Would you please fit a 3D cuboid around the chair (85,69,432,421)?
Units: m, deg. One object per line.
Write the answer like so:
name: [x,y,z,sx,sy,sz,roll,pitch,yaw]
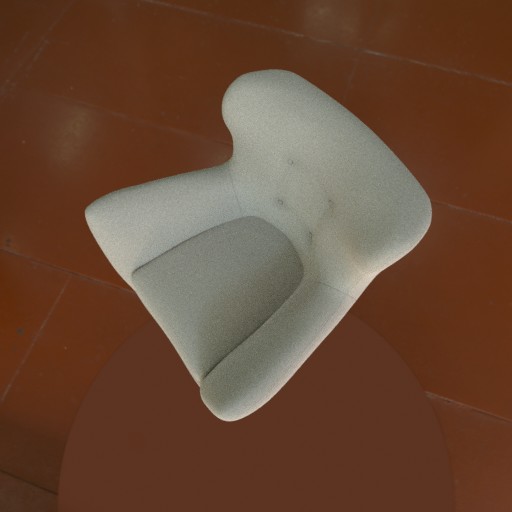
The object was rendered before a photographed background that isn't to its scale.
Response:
chair: [0.000,0.000,1.641,0.889,0.889,0.890,-34,69,-15]
